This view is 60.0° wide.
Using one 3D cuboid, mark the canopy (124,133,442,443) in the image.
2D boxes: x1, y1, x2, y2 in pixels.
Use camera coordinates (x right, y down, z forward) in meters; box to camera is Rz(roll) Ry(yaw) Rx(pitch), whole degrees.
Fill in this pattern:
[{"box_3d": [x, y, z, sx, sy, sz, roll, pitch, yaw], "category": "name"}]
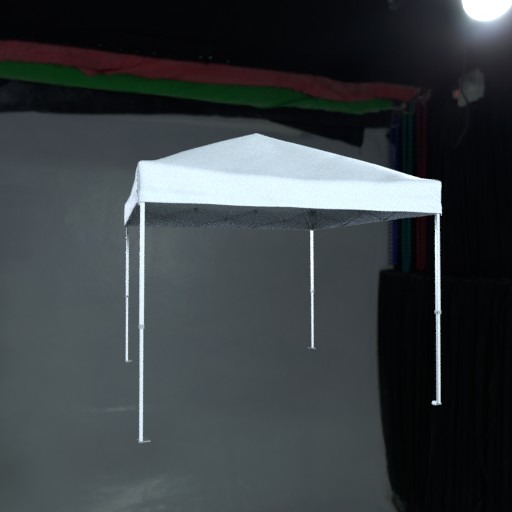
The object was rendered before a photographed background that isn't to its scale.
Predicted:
[{"box_3d": [0.000, 0.000, 5.416, 2.996, 2.997, 2.998, 0, 0, -18], "category": "canopy"}]
